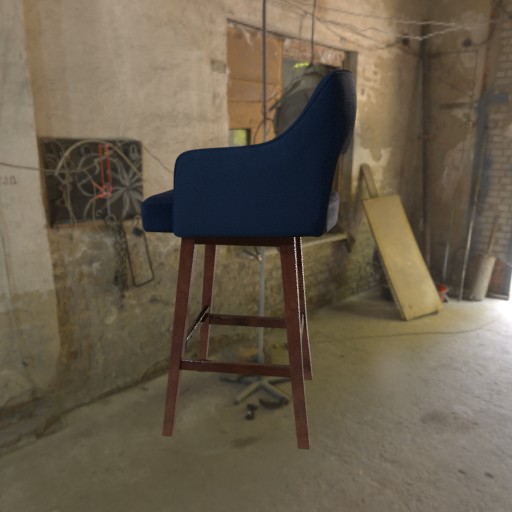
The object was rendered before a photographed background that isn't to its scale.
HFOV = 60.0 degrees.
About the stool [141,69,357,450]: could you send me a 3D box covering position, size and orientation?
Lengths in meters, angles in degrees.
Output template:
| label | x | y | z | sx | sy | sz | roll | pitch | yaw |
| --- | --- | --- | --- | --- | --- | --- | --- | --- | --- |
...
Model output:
| label | x | y | z | sx | sy | sz | roll | pitch | yaw |
| --- | --- | --- | --- | --- | --- | --- | --- | --- | --- |
| stool | 0.000 | 0.000 | 1.381 | 0.560 | 1.041 | 0.550 | 2 | 14 | 8 |
